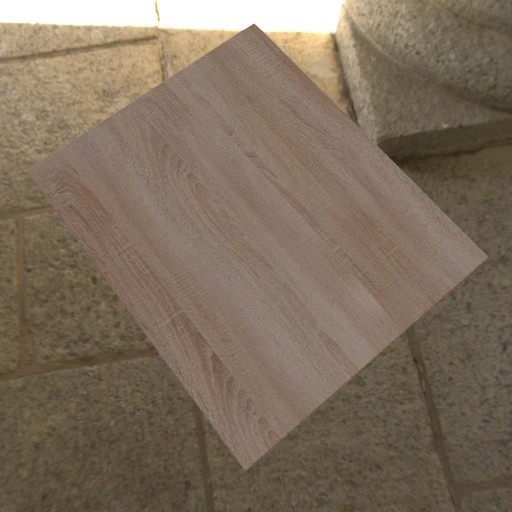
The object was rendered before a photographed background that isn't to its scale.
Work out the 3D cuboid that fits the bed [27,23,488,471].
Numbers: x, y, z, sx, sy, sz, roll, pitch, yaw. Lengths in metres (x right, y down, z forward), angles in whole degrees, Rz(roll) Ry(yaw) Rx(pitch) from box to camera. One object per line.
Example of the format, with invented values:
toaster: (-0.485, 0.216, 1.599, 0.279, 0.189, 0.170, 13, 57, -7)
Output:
bed: (0.000, 0.000, 0.764, 0.401, 0.420, 0.460, -38, 77, -10)
